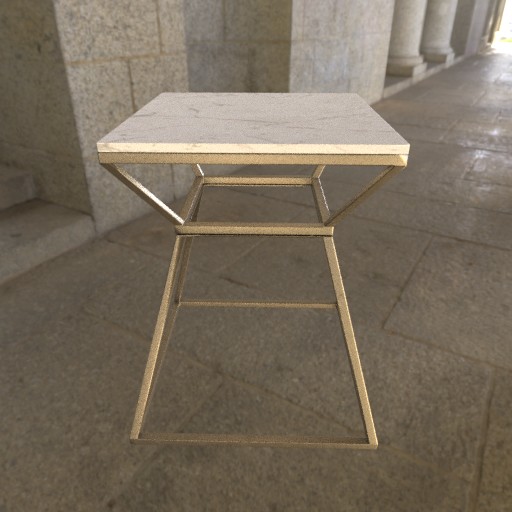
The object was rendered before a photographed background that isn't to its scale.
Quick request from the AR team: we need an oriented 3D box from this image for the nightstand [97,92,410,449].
[{"bbox_3d":[0.000,0.000,0.881,0.455,0.554,0.455,1,29,1],"label":"nightstand"}]
